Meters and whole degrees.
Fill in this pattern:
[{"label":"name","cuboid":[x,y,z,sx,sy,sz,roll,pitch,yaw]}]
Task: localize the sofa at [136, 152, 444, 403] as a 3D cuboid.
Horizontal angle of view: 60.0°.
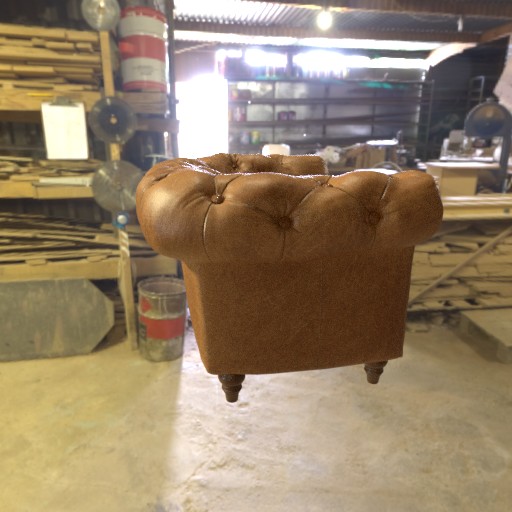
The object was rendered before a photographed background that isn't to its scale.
[{"label":"sofa","cuboid":[0.000,0.000,2.042,1.033,0.878,1.405,-3,16,-10]}]
